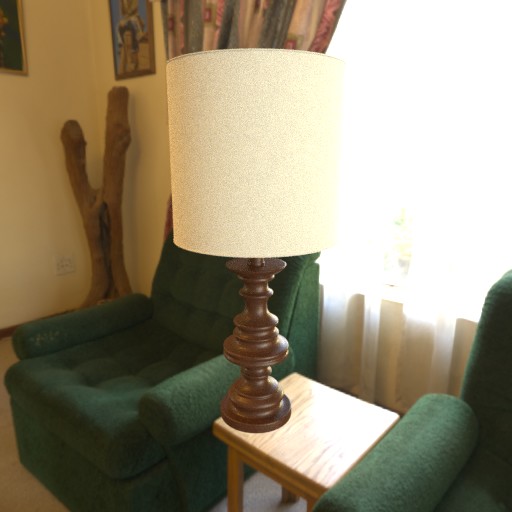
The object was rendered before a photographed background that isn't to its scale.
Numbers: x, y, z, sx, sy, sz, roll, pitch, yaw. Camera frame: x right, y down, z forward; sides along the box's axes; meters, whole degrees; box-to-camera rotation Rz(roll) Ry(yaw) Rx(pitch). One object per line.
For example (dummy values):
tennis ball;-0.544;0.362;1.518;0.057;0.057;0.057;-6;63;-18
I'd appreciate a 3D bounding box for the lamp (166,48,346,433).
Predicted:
lamp;0.000;0.000;0.575;0.208;0.455;0.208;7;15;25
